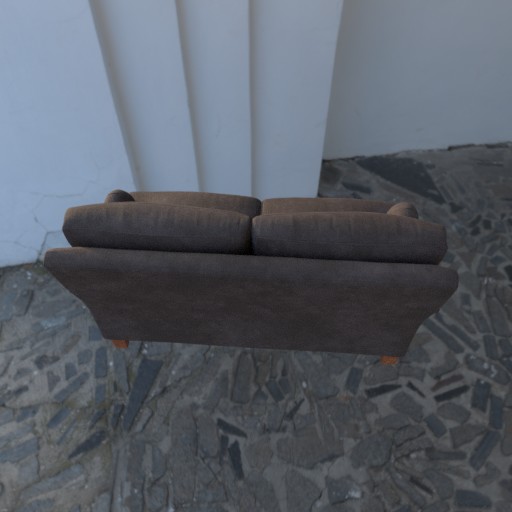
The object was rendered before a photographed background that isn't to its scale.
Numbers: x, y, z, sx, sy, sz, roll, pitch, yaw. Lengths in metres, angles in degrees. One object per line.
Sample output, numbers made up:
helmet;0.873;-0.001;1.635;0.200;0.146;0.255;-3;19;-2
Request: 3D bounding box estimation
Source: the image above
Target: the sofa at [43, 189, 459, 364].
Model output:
sofa;0.000;0.000;2.552;1.853;1.101;1.084;3;47;3
